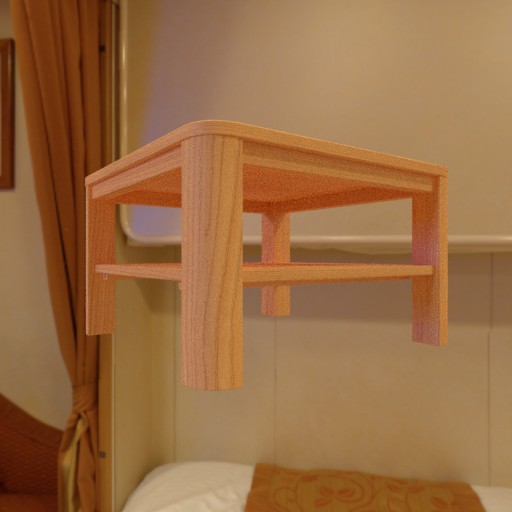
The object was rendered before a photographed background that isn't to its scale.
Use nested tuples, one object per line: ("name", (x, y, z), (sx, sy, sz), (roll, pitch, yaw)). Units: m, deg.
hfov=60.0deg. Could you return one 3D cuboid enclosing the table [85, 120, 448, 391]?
("table", (0.000, 0.000, 1.232), (0.750, 0.450, 0.750), (0, 0, -36))
